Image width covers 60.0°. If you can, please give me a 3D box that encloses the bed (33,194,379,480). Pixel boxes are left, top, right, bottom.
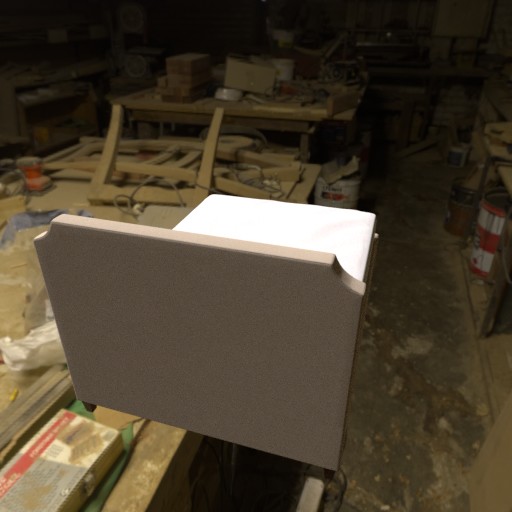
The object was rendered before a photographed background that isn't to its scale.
[{"bbox_3d":[0.000,0.000,3.312,1.703,1.415,2.329,9,31,15],"label":"bed"}]
